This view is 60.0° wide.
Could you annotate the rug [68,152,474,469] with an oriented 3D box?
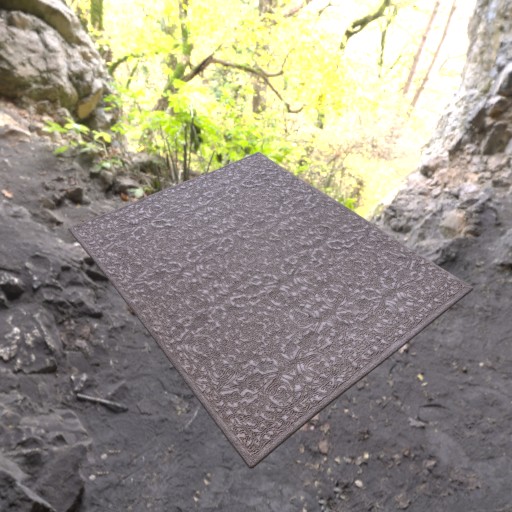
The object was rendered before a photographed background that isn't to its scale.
[{"bbox_3d":[0.000,0.000,4.167,2.472,0.035,3.017,-28,50,-27],"label":"rug"}]
